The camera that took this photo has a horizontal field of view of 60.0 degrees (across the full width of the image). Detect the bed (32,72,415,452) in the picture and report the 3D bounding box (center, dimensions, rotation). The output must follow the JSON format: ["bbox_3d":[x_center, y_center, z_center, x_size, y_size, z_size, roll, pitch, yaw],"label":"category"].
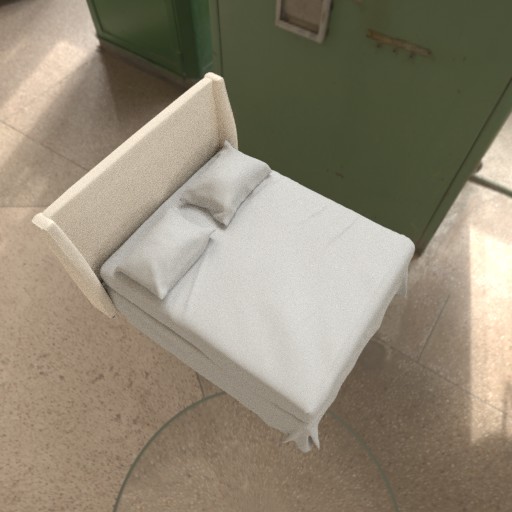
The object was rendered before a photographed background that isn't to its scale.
[{"bbox_3d":[0.000,0.000,3.489,2.276,1.332,1.925,30,63,18],"label":"bed"}]
